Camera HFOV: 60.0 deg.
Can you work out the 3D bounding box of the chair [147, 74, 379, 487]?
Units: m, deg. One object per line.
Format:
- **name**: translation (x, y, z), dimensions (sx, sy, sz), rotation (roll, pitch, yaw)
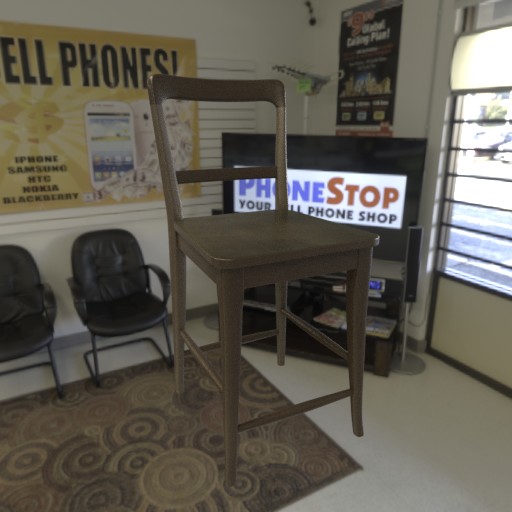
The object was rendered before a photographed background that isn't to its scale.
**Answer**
- **chair**: translation (0.000, 0.000, 1.264), dimensions (0.450, 0.991, 0.546), rotation (-8, 19, -26)
